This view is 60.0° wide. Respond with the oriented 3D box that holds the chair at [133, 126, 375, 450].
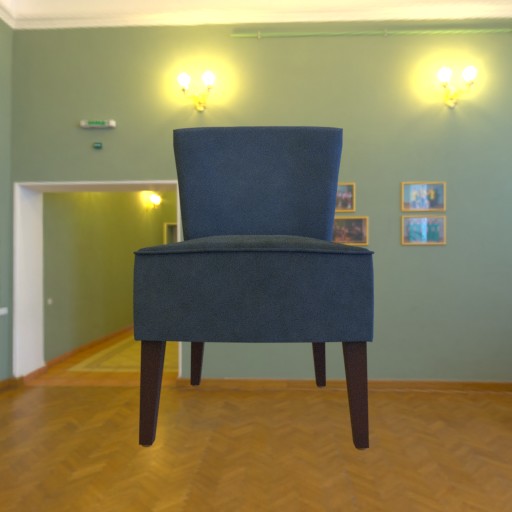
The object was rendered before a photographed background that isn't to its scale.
[{"bbox_3d":[0.000,0.000,1.146,0.521,0.806,0.551,0,0,1],"label":"chair"}]
